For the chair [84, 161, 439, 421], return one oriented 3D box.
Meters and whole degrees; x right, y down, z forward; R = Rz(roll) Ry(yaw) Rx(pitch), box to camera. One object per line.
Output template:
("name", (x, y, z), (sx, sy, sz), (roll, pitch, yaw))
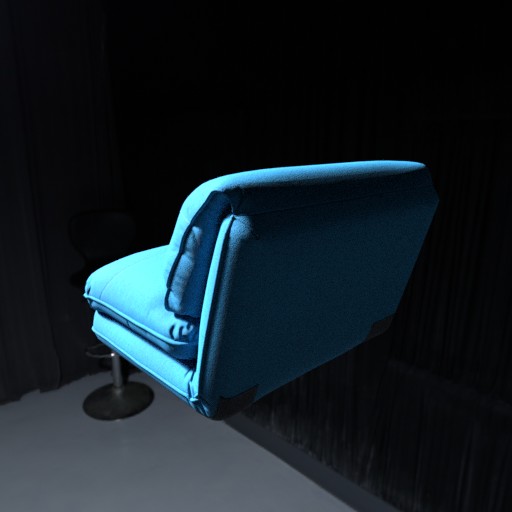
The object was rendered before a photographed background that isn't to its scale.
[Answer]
("chair", (0.000, 0.000, 1.364), (0.820, 0.580, 0.780), (-14, 21, -42))
